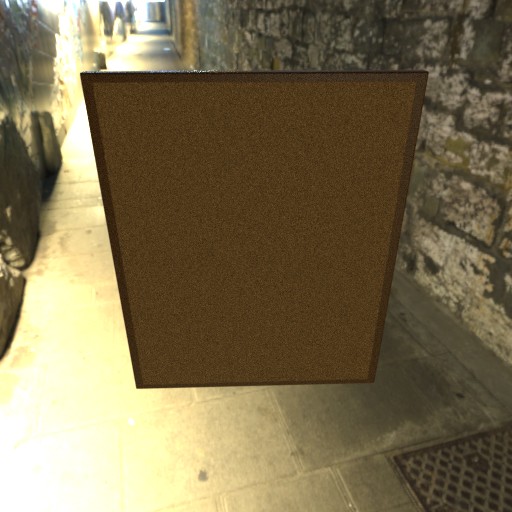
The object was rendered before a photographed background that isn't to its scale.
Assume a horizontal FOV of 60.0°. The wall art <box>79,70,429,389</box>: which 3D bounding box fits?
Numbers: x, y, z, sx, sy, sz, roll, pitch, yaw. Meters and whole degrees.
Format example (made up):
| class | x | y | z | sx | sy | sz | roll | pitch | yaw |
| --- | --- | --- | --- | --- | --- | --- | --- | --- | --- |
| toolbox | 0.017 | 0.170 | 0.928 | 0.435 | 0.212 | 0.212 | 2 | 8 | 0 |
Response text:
| class | x | y | z | sx | sy | sz | roll | pitch | yaw |
| --- | --- | --- | --- | --- | --- | --- | --- | --- | --- |
| wall art | 0.000 | 0.000 | 0.710 | 0.449 | 0.550 | 0.021 | -1 | 29 | -2 |
